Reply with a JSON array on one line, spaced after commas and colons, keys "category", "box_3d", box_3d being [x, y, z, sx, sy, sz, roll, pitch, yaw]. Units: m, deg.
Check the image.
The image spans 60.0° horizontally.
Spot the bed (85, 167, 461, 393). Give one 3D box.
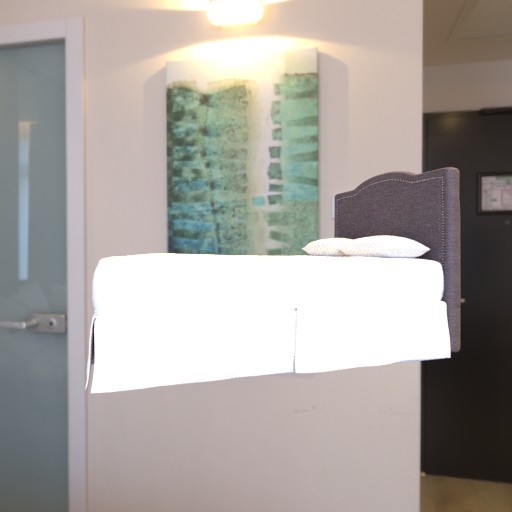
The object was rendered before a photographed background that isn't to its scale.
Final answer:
[{"category": "bed", "box_3d": [0.000, 0.000, 3.533, 2.507, 1.441, 1.741, 0, 1, -18]}]
